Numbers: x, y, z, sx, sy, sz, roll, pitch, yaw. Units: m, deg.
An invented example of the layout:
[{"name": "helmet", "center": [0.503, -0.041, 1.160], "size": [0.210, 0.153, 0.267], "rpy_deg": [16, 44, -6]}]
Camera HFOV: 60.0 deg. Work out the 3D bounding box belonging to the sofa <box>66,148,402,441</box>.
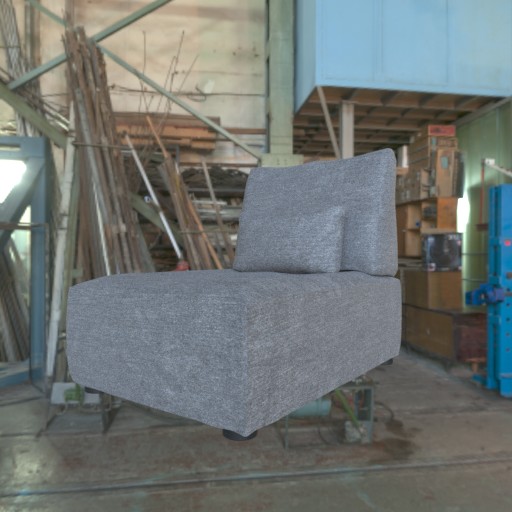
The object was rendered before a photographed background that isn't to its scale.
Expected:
[{"name": "sofa", "center": [0.000, 0.000, 1.542], "size": [0.700, 0.820, 1.000], "rpy_deg": [0, 0, 37]}]
